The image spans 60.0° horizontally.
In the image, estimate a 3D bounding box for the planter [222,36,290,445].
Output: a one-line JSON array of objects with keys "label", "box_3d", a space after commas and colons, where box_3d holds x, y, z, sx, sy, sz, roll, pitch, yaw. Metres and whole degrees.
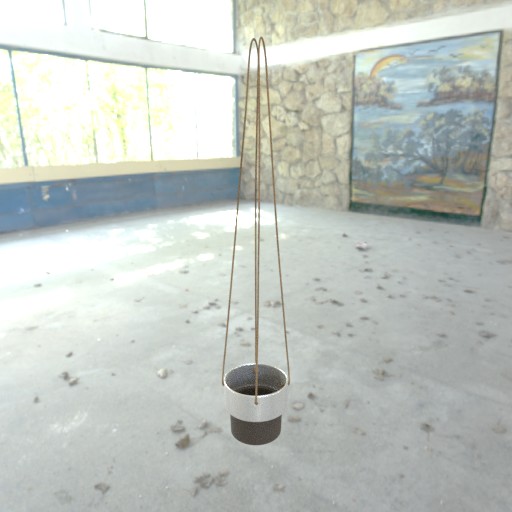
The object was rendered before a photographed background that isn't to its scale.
[{"label": "planter", "box_3d": [0.000, 0.000, 1.191, 0.187, 1.073, 0.187, 14, 21, 43]}]
